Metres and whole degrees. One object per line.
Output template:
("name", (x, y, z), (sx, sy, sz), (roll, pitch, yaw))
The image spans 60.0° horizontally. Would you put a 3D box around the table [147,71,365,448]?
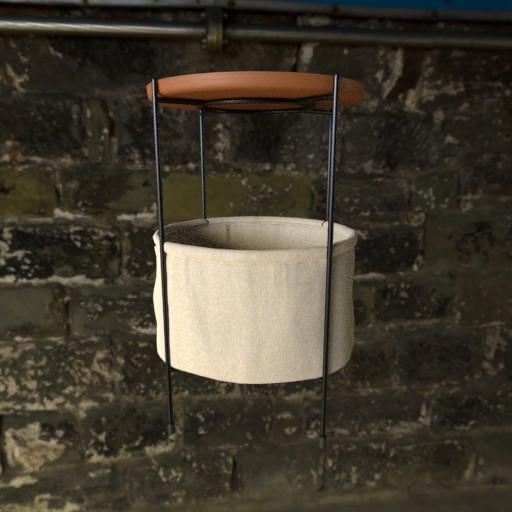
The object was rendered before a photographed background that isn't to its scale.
("table", (0.000, 0.000, 0.875), (0.393, 0.623, 0.393), (2, 13, 8))
